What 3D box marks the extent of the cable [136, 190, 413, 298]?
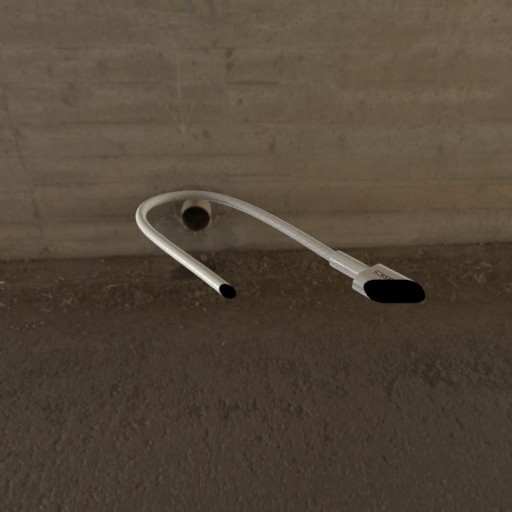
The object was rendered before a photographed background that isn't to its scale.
[{"bbox_3d":[0.000,0.000,0.113,0.041,0.005,0.098,-22,37,-32],"label":"cable"}]
